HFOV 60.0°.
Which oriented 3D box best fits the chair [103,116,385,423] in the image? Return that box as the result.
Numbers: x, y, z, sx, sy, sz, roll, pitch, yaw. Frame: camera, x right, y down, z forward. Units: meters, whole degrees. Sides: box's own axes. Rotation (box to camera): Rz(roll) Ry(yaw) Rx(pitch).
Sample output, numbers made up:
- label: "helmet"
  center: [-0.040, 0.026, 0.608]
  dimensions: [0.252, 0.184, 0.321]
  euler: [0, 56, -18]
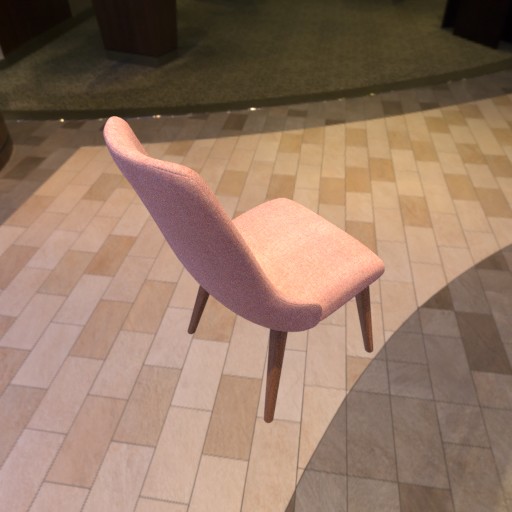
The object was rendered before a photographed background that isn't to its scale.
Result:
- label: "chair"
  center: [0.000, 0.000, 1.320]
  dimensions: [0.707, 0.918, 0.535]
  euler: [-26, 46, -28]
